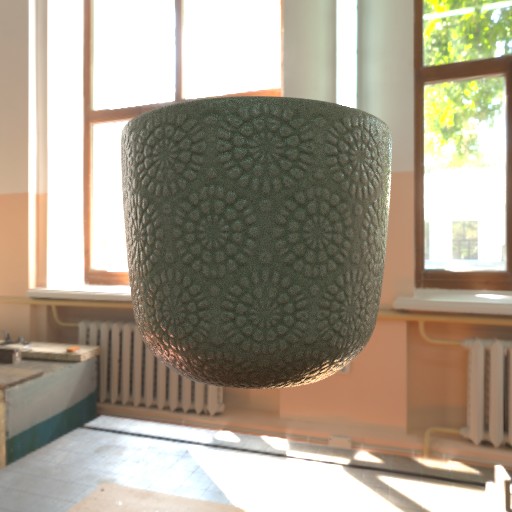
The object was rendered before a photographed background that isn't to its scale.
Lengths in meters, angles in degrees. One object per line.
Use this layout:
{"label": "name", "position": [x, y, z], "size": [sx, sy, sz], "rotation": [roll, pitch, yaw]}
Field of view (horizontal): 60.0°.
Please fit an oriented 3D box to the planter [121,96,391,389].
{"label": "planter", "position": [0.000, 0.000, 0.212], "size": [0.124, 0.109, 0.124], "rotation": [0, 0, 0]}
